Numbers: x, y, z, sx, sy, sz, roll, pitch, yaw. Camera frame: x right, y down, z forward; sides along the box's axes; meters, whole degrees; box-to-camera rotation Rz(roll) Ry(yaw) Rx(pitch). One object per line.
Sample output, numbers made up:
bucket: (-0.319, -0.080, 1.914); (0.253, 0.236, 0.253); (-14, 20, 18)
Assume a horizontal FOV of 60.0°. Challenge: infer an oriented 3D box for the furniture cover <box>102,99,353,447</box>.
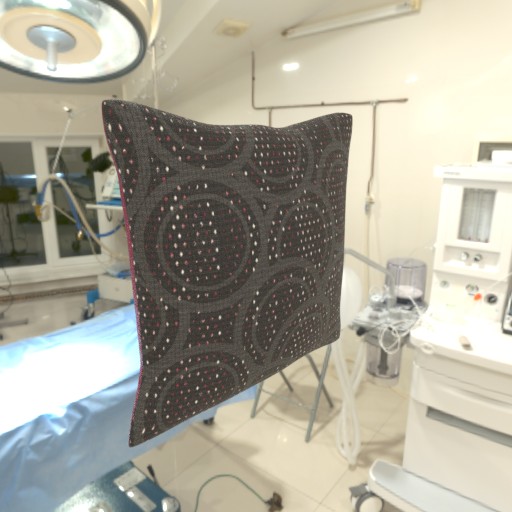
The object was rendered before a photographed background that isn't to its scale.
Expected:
furniture cover: (0.000, 0.000, 0.801); (0.552, 0.509, 0.193); (-15, 21, -43)
